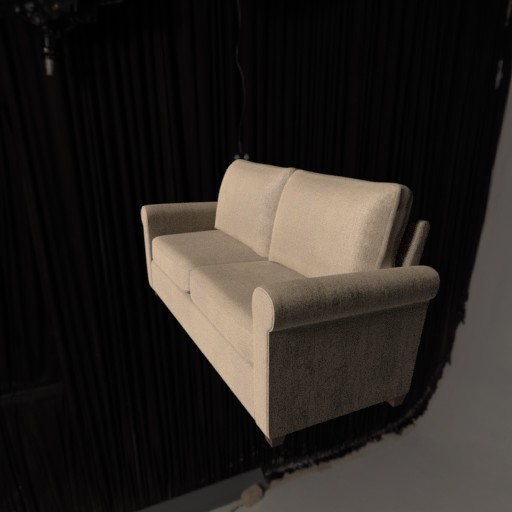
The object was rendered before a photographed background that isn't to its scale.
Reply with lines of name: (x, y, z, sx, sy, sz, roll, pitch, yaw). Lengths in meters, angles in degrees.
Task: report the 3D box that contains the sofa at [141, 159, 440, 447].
sofa: (0.000, 0.000, 2.463, 0.842, 0.942, 1.935, -8, 18, -25)
